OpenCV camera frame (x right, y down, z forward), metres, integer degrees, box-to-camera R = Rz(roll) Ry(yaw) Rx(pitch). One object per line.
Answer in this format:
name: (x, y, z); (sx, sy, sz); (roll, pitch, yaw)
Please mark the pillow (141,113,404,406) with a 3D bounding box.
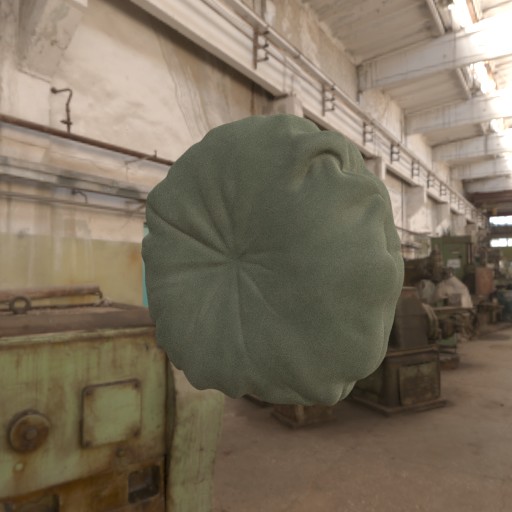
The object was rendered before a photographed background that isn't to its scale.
pillow: (0.000, 0.000, 0.647); (0.428, 0.407, 0.148); (-1, -2, 36)
